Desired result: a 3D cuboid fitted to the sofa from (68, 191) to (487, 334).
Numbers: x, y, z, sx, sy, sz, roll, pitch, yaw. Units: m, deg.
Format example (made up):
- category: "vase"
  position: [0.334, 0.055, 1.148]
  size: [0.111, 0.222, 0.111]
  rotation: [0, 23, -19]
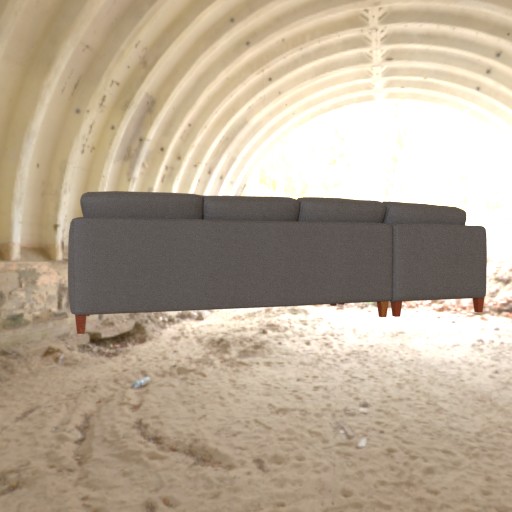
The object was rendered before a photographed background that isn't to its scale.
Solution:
- category: "sofa"
  position: [0.000, 0.000, 4.424]
  size: [3.302, 0.947, 2.593]
  rotation: [0, 0, -19]
